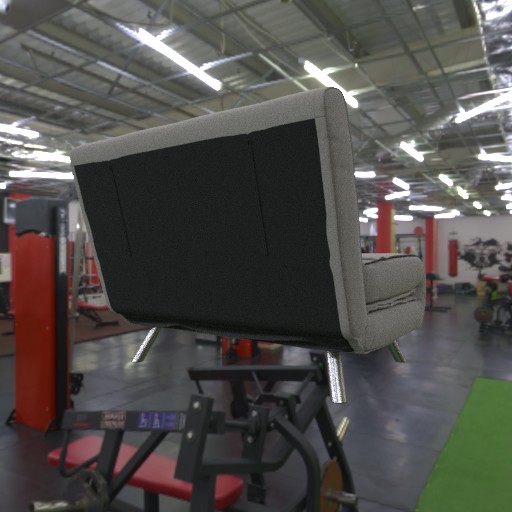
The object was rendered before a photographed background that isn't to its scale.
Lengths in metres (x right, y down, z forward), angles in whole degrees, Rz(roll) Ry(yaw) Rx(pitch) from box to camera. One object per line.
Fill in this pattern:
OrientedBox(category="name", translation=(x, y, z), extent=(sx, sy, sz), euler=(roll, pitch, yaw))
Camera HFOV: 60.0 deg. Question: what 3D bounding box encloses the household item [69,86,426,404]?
OrientedBox(category="household item", translation=(0.000, 0.000, 1.611), extent=(1.000, 0.800, 0.874), euler=(0, 0, 35))
